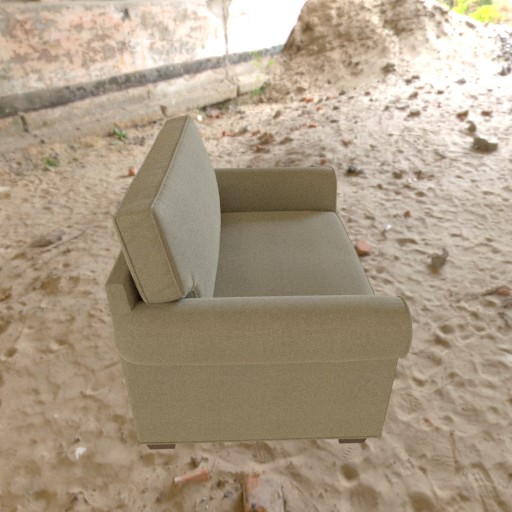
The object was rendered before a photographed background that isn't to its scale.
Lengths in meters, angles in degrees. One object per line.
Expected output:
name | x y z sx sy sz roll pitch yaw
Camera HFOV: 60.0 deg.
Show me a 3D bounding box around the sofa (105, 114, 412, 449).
sofa | 0.000 0.000 1.978 0.936 0.991 1.405 -1 31 -2
